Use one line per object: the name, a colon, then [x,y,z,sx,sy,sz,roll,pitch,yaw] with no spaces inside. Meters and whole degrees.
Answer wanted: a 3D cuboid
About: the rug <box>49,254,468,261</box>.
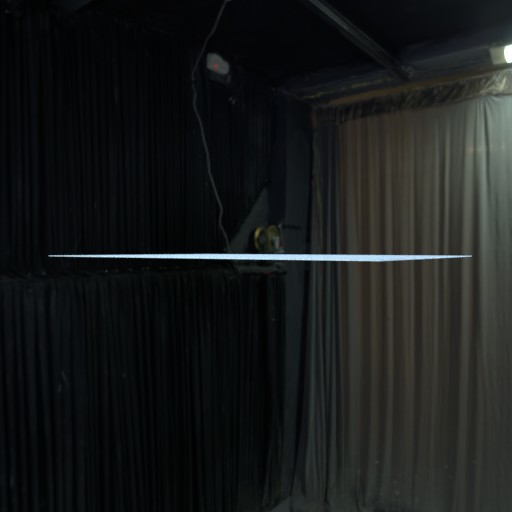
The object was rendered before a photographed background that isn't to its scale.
rug: [0.000,0.000,3.673,2.895,0.006,1.982,1,1,37]
